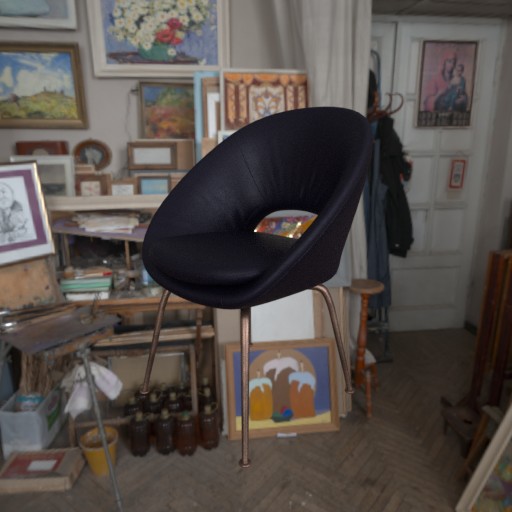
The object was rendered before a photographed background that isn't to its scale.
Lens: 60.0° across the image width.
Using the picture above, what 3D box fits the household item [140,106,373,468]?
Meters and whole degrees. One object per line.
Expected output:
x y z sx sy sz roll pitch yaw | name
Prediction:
0.000 0.000 1.295 0.623 0.852 0.573 14 20 43 | household item
